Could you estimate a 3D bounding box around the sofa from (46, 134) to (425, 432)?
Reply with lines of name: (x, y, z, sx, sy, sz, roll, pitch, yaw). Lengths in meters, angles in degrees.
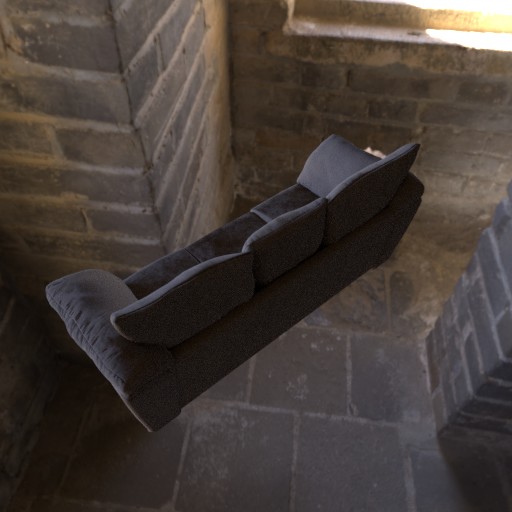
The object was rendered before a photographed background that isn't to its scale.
sofa: (0.000, 0.000, 2.833, 2.336, 1.073, 0.878, -32, 54, -26)
